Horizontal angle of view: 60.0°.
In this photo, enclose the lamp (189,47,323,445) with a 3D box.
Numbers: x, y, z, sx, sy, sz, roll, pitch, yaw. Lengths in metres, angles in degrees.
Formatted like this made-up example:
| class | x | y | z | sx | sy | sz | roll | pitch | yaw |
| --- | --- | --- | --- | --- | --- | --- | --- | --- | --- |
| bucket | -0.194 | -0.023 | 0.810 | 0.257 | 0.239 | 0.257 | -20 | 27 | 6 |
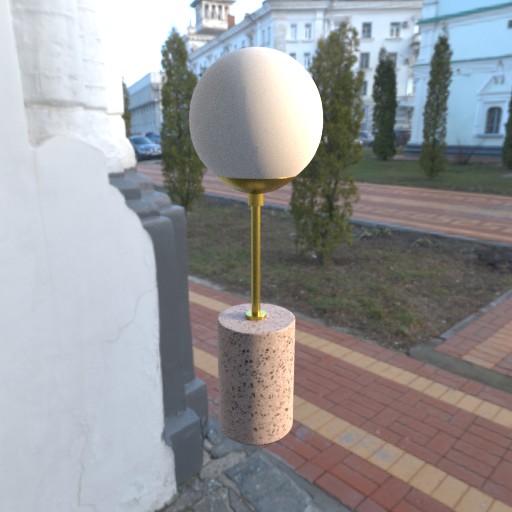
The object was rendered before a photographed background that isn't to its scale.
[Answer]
| class | x | y | z | sx | sy | sz | roll | pitch | yaw |
| --- | --- | --- | --- | --- | --- | --- | --- | --- | --- |
| lamp | 0.000 | 0.000 | 0.557 | 0.153 | 0.480 | 0.153 | 0 | 15 | 0 |
